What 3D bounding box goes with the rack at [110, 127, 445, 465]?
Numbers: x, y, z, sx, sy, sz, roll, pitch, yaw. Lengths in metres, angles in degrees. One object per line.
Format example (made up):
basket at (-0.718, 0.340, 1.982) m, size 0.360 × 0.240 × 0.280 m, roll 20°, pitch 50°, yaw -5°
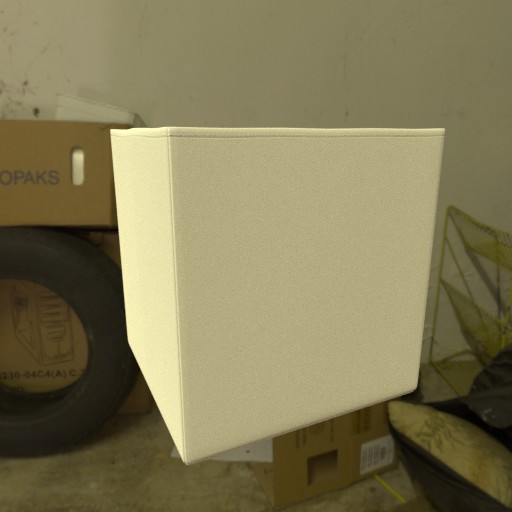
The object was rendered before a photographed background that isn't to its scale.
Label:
rack at (0.000, 0.000, 0.508) m, size 0.270 × 0.280 × 0.270 m, roll -7°, pitch 17°, yaw -25°
